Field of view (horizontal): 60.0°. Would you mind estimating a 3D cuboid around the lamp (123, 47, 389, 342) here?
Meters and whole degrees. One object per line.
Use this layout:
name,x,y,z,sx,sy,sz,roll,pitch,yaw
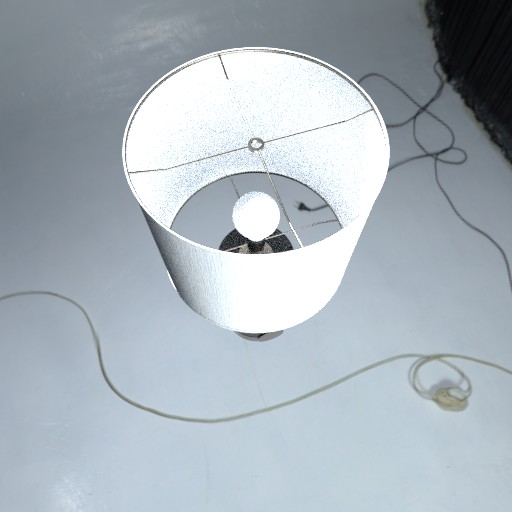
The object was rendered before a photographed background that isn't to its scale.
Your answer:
lamp,0.000,0.000,0.619,0.241,0.482,0.240,-17,65,-8
